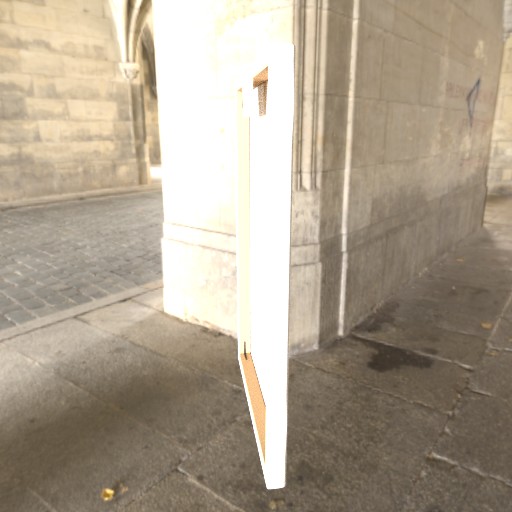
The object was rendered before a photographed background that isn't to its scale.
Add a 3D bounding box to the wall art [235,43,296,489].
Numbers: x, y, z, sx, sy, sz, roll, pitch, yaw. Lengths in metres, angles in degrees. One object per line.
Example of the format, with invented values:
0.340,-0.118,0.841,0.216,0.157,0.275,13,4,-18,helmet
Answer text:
0.000,0.000,1.143,0.048,0.902,0.602,-2,16,-8,wall art
